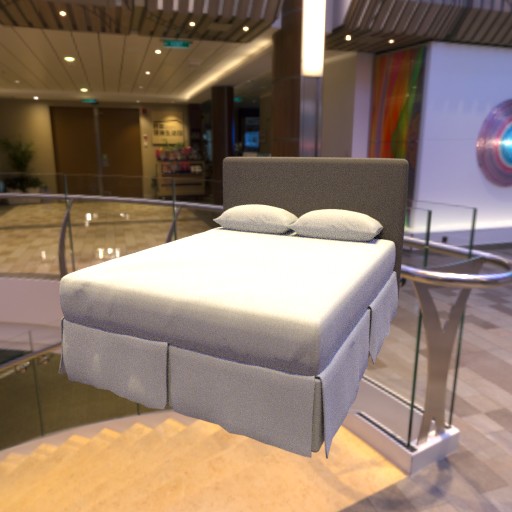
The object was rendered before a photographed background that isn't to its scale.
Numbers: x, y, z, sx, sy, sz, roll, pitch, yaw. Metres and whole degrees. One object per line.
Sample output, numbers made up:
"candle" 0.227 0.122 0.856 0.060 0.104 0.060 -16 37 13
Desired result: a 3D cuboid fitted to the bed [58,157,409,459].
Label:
"bed" 0.000 0.000 3.139 1.748 1.330 2.142 7 15 26
